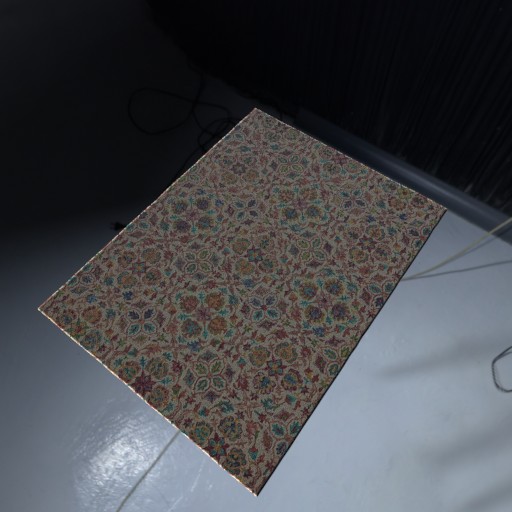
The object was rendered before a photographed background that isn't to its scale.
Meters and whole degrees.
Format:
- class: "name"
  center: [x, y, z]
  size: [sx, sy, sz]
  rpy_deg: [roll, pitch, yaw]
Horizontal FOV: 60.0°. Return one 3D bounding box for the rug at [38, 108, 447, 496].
- class: "rug"
  center: [0.000, 0.000, 4.215]
  size: [2.446, 0.020, 3.215]
  rpy_deg: [33, 65, 18]
